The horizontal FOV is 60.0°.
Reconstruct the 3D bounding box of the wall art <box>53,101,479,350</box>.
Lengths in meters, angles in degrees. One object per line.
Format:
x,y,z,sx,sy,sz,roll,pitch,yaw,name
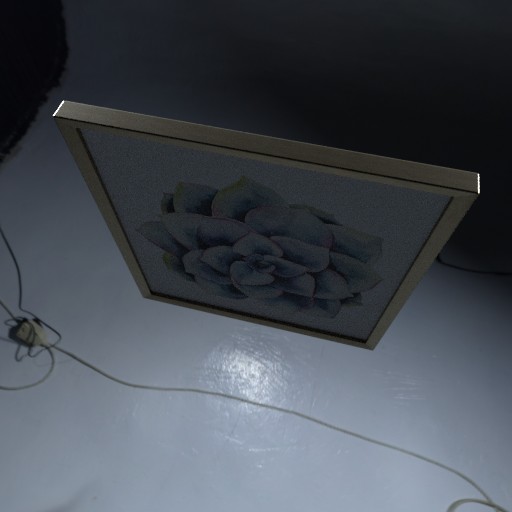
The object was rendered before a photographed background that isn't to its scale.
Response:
0.000,0.000,0.732,0.503,0.506,0.030,12,60,7,wall art
